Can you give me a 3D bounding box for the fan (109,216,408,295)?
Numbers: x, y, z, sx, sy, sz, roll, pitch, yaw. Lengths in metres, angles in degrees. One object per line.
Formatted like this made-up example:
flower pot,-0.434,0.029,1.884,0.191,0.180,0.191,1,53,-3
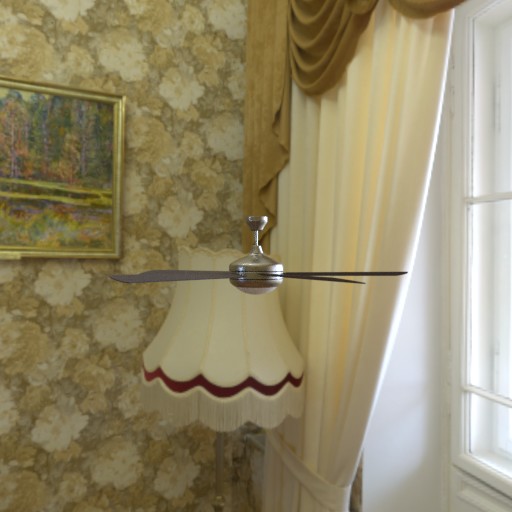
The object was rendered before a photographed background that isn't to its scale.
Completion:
fan,0.000,0.000,2.038,1.321,0.356,1.321,0,0,19
